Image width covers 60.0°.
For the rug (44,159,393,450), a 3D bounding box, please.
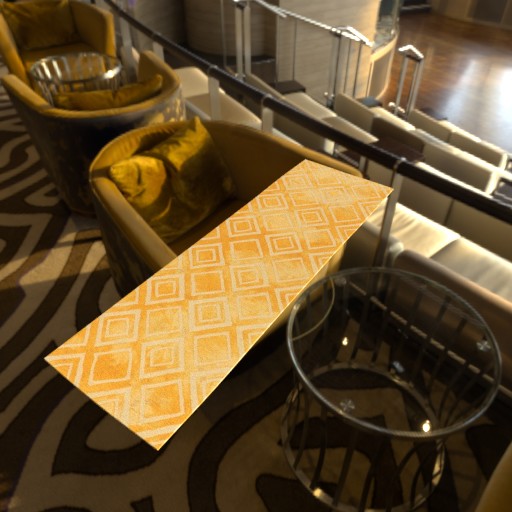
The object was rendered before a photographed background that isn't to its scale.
[{"bbox_3d":[0.000,0.000,2.702,0.775,0.010,2.438,25,46,26],"label":"rug"}]
